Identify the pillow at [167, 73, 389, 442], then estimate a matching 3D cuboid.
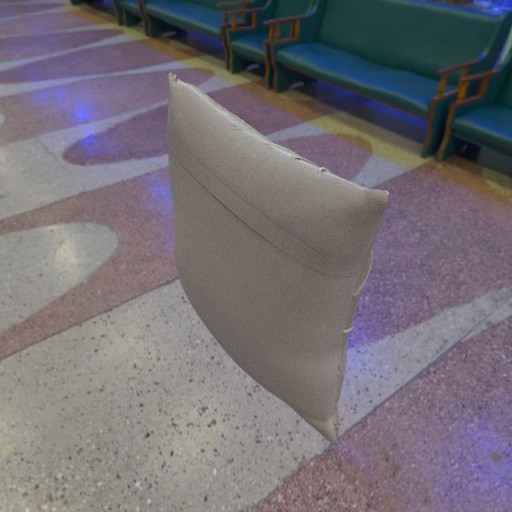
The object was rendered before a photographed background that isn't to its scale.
[{"bbox_3d":[0.000,0.000,0.672,0.185,0.440,0.439,-25,47,-26],"label":"pillow"}]
